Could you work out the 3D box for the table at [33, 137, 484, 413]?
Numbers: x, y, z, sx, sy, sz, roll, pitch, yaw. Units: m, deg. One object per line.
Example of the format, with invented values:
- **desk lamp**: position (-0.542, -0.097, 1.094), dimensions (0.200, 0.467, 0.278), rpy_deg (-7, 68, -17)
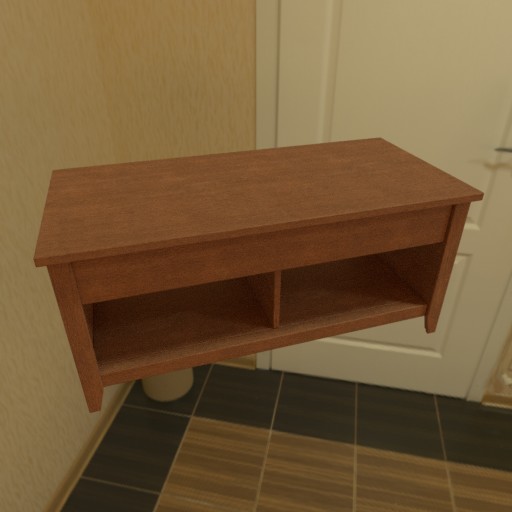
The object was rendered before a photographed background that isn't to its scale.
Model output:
- **table**: position (0.000, 0.000, 1.265), dimensions (1.016, 0.457, 0.483), rpy_deg (-9, 33, -15)
